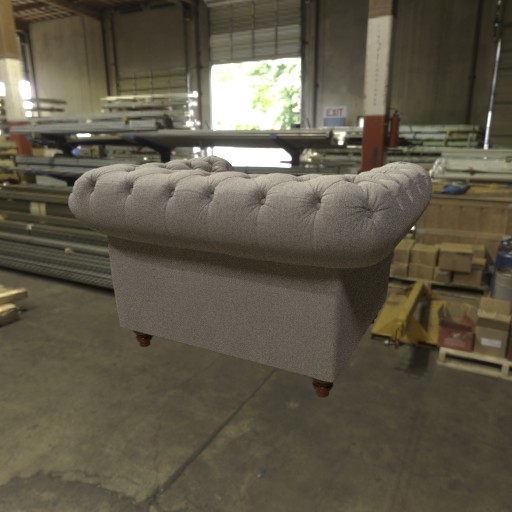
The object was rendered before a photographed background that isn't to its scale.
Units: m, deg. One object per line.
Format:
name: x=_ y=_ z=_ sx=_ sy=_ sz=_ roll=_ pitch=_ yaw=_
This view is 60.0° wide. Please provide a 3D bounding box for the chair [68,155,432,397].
chair: x=0.000 y=0.000 z=1.875 sx=1.270 sy=0.770 sz=0.976 roll=8 pitch=18 yaw=26
